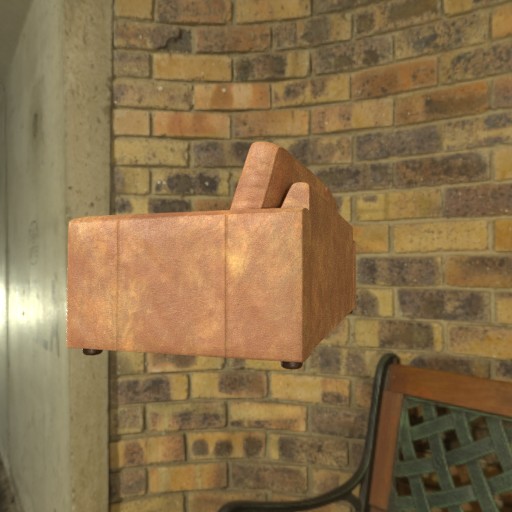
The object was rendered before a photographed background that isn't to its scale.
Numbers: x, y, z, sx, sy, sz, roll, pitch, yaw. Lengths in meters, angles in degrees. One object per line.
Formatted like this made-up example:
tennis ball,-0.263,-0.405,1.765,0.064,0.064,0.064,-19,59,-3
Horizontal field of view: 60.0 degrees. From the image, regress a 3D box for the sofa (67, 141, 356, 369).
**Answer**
sofa,0.000,0.000,2.694,1.016,0.873,2.179,0,-2,17
